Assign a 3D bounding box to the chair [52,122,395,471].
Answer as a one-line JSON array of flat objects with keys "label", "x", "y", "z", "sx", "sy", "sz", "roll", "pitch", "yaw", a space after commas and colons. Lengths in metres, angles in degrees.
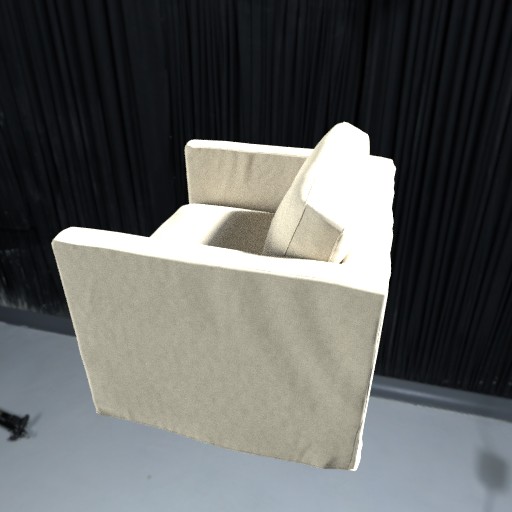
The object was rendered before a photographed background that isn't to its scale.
[{"label": "chair", "x": 0.000, "y": 0.000, "z": 1.686, "sx": 0.949, "sy": 0.867, "sz": 1.057, "roll": 8, "pitch": 32, "yaw": 13}]
